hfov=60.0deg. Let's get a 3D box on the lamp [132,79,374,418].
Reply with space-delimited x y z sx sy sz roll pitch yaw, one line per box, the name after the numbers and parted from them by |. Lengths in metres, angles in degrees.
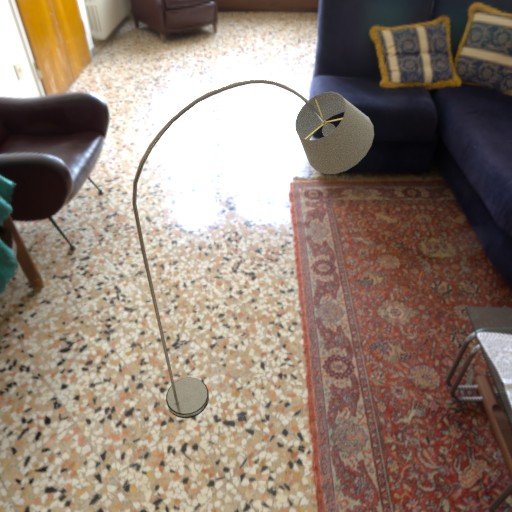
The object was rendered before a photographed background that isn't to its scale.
0.000 0.000 2.641 1.445 2.098 0.406 -25 47 -25 | lamp
